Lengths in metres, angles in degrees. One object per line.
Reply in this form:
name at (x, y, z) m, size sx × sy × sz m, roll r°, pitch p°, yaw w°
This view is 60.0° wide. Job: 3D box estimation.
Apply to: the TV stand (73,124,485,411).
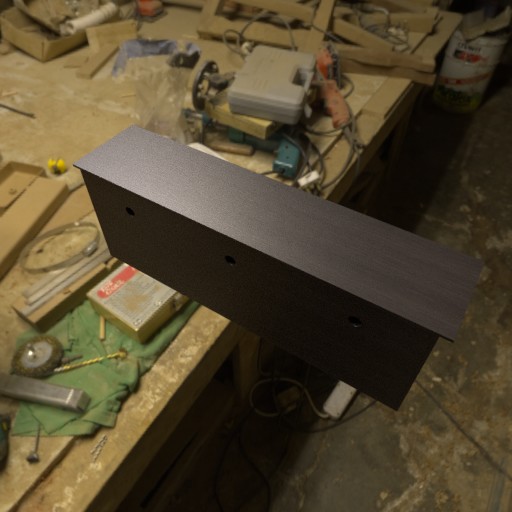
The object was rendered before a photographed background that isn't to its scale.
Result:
TV stand at (0.000, 0.000, 2.094) m, size 1.778 × 0.610 × 0.406 m, roll 25°, pitch 52°, yaw 21°
